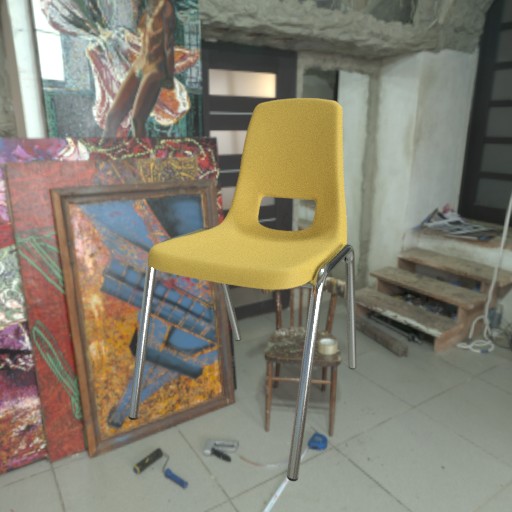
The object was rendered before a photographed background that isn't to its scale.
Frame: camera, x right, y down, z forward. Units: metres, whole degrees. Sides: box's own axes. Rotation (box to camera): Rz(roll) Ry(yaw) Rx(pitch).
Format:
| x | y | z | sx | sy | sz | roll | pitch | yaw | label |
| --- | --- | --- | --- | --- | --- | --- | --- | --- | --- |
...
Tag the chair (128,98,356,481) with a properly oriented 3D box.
| x | y | z | sx | sy | sz | roll | pitch | yaw | label |
| --- | --- | --- | --- | --- | --- | --- | --- | --- | --- |
| 0.000 | 0.000 | 0.936 | 0.381 | 0.653 | 0.436 | 8 | 18 | 27 | chair |
